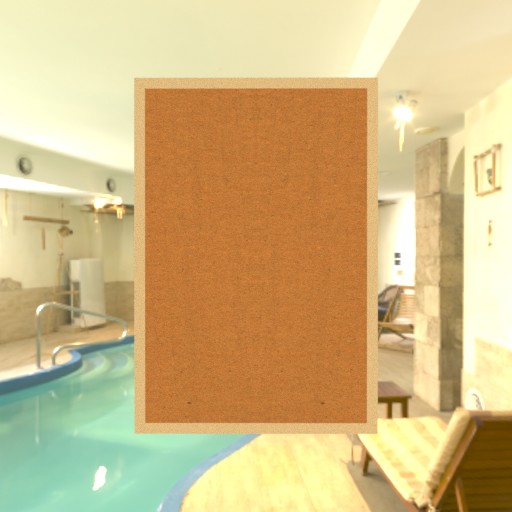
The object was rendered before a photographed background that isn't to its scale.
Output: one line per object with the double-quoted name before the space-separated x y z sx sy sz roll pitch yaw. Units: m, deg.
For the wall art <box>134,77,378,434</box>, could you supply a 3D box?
"wall art" 0.000 0.000 0.545 0.293 0.428 0.025 0 0 0
